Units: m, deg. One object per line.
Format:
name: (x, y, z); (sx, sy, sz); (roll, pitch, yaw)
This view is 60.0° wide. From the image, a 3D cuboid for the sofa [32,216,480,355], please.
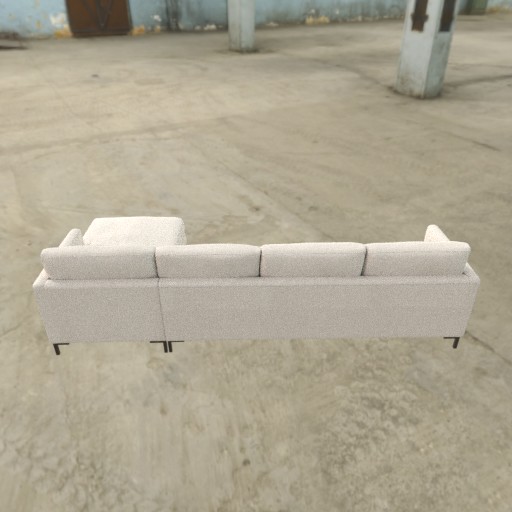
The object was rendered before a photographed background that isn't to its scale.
sofa: (0.000, 0.000, 2.917); (2.445, 0.677, 1.126); (-1, 31, -1)
